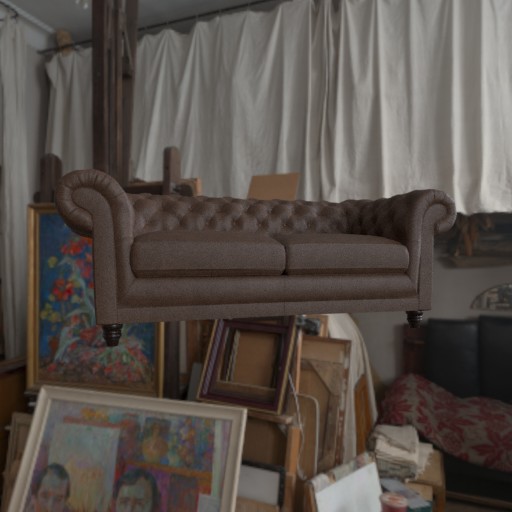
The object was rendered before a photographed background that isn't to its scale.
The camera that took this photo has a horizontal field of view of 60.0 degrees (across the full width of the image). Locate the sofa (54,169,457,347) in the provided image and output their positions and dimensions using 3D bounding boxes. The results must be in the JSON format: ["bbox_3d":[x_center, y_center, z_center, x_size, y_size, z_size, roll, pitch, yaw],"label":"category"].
[{"bbox_3d":[0.000,0.000,2.549,2.048,0.784,0.955,0,0,-18],"label":"sofa"}]
